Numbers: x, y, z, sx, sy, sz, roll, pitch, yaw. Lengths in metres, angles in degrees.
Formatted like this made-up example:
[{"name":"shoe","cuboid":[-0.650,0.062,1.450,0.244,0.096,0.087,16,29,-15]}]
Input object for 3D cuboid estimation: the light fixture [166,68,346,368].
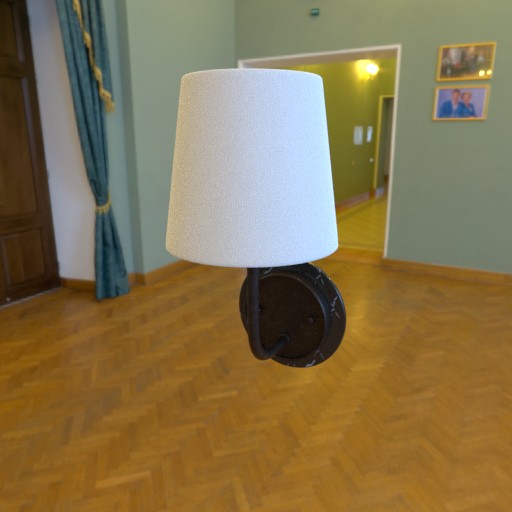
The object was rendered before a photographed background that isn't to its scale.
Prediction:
[{"name":"light fixture","cuboid":[0.000,0.000,0.453,0.168,0.337,0.188,8,17,27]}]
